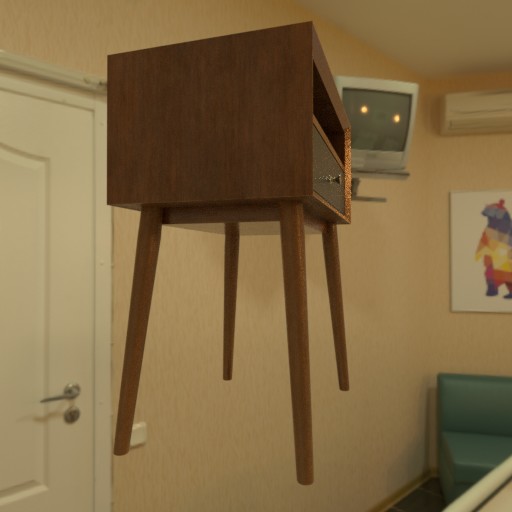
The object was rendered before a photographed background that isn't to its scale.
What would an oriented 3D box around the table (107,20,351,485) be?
[{"bbox_3d":[0.000,0.000,0.809,0.307,0.580,0.454,0,-1,18],"label":"table"}]
